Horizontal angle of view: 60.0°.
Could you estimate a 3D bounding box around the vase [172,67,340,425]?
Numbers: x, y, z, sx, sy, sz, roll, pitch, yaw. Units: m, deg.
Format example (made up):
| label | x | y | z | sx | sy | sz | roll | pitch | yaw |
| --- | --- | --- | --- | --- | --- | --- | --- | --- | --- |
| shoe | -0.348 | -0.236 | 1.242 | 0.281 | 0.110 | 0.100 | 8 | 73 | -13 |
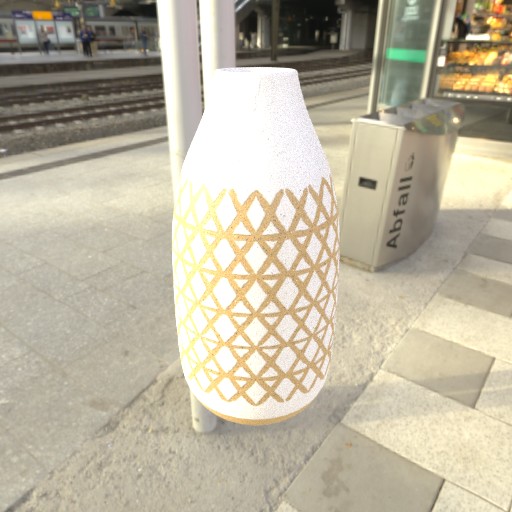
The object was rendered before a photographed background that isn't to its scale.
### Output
| label | x | y | z | sx | sy | sz | roll | pitch | yaw |
| --- | --- | --- | --- | --- | --- | --- | --- | --- | --- |
| vase | 0.000 | 0.000 | 0.490 | 0.186 | 0.380 | 0.186 | 0 | 26 | 0 |
